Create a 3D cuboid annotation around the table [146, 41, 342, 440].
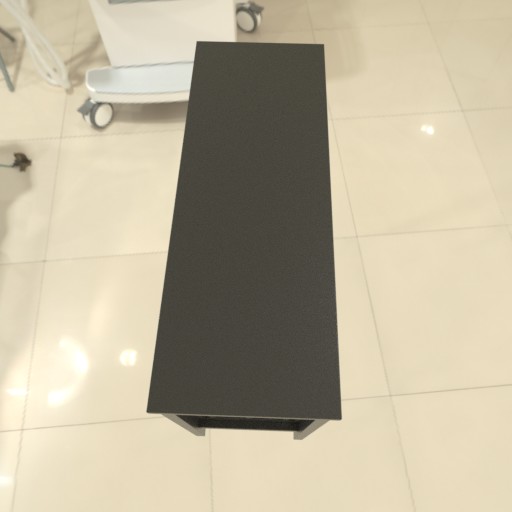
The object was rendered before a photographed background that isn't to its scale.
[{"bbox_3d":[0.000,0.000,1.442,0.397,0.753,1.068,2,64,1],"label":"table"}]
